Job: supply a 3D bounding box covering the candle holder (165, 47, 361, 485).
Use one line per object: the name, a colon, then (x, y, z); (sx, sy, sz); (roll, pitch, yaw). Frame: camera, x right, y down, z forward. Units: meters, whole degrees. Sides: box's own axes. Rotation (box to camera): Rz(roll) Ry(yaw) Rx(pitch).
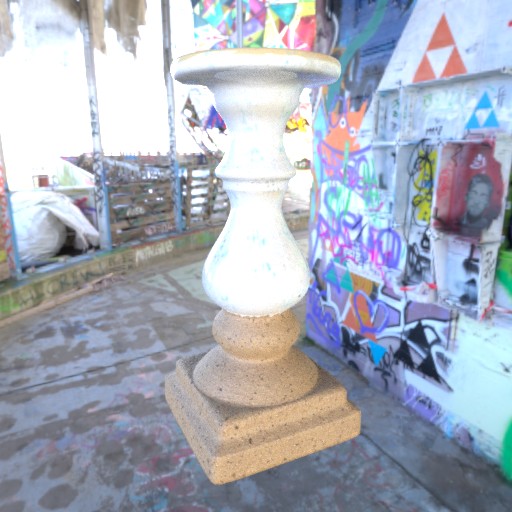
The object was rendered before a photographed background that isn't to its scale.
candle holder: (0.000, 0.000, 0.297); (0.110, 0.239, 0.110); (-7, 15, -26)
